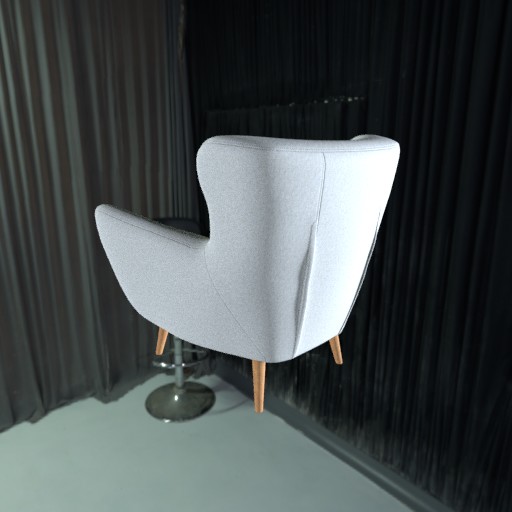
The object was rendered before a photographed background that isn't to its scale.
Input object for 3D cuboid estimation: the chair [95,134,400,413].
[{"bbox_3d":[0.000,0.000,1.685,0.890,0.889,0.889,-15,21,-43],"label":"chair"}]
